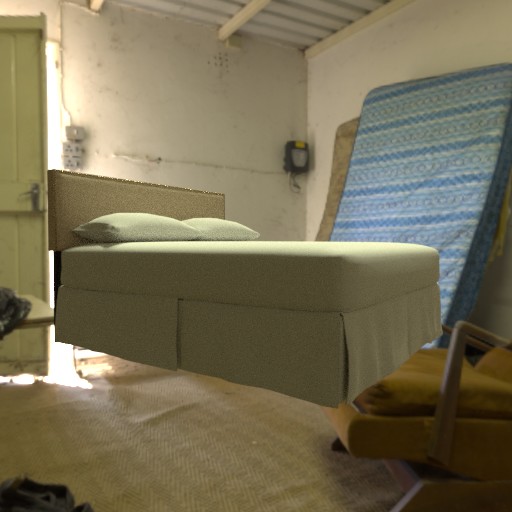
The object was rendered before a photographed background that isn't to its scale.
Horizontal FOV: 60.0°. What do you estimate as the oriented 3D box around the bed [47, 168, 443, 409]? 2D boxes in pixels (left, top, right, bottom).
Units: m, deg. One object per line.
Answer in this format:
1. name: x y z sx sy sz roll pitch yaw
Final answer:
1. bed: 0.000 0.000 2.705 1.876 1.016 1.616 1 2 35
